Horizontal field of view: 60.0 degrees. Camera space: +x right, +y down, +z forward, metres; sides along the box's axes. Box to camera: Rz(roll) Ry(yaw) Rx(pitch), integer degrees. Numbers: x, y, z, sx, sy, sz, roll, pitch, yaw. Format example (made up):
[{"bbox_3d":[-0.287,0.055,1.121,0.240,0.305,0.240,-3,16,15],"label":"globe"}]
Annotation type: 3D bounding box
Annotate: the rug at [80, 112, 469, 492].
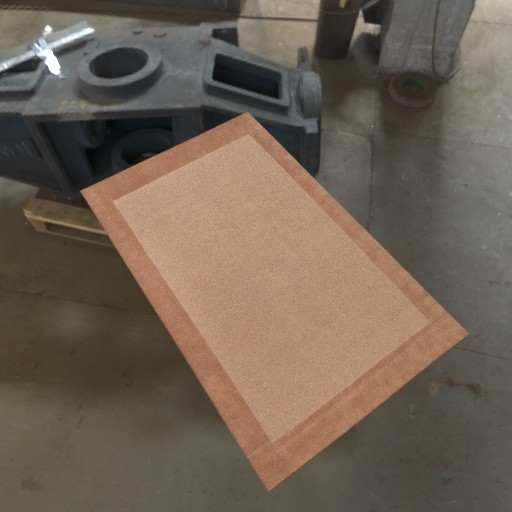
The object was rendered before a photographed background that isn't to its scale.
[{"bbox_3d":[0.000,0.000,3.035,1.524,0.014,2.438,-31,63,-17],"label":"rug"}]
